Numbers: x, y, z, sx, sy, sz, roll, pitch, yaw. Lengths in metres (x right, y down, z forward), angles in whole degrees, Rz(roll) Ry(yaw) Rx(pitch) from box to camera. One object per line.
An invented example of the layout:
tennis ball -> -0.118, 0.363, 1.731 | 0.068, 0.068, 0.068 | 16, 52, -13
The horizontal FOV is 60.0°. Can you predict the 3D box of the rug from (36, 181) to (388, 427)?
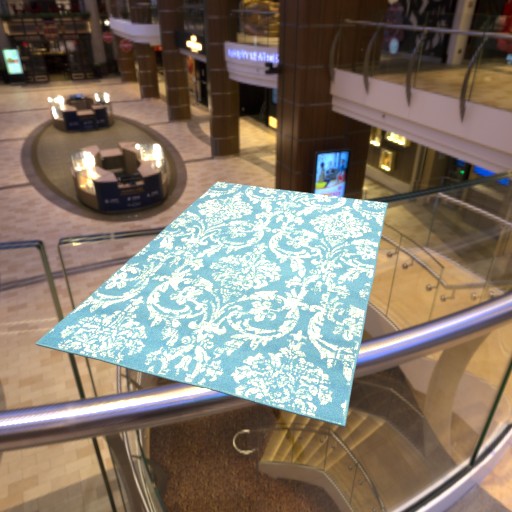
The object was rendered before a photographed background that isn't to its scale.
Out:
rug -> 0.000, 0.000, 2.317 | 1.211, 0.012, 1.833 | 10, 32, 16
